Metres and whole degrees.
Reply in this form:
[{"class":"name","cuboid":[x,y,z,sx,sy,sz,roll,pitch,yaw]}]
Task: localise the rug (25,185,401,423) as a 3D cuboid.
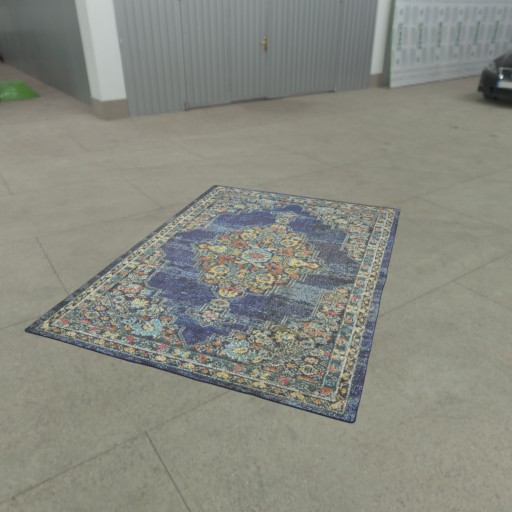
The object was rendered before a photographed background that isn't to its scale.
[{"class":"rug","cuboid":[0.000,0.000,2.846,1.630,0.009,2.232,10,31,18]}]
